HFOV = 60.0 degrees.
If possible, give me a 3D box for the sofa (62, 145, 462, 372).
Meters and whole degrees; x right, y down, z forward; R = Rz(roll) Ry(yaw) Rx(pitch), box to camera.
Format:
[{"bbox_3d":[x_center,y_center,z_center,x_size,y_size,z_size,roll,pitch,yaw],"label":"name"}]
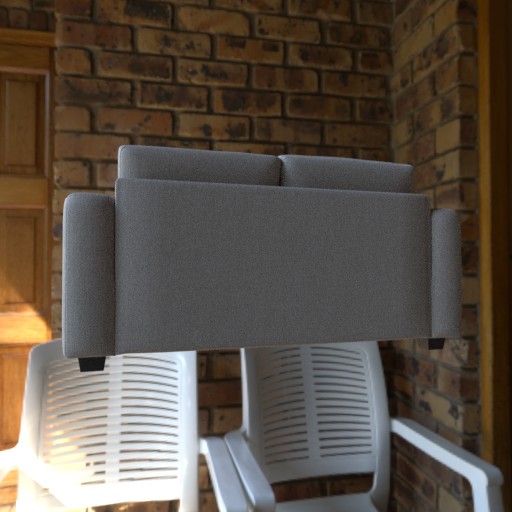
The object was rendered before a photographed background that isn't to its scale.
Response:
[{"bbox_3d":[0.000,0.000,2.028,1.540,0.800,0.900,0,-1,-17],"label":"sofa"}]
